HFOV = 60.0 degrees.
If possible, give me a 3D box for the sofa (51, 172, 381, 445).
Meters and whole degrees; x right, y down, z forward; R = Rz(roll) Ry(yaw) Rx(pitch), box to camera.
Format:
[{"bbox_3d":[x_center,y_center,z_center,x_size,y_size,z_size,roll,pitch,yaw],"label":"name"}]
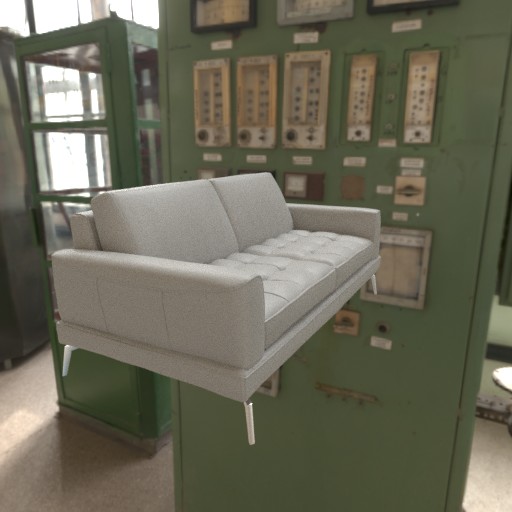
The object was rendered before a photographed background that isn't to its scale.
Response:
[{"bbox_3d":[0.000,0.000,2.768,1.121,0.930,2.177,8,16,28],"label":"sofa"}]
